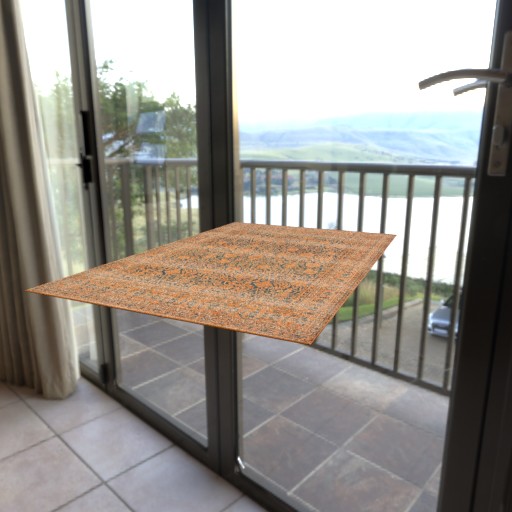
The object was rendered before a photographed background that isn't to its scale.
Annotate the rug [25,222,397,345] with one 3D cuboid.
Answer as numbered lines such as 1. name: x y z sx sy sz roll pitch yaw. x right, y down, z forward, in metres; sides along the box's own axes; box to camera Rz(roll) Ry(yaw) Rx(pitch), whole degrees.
1. rug: 0.000 0.000 2.984 1.525 0.007 2.336 6 15 24
